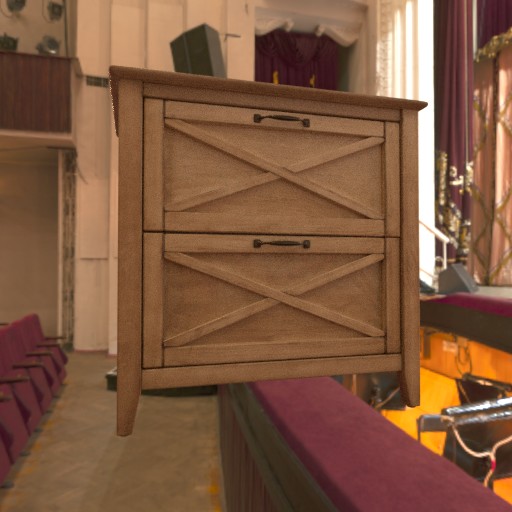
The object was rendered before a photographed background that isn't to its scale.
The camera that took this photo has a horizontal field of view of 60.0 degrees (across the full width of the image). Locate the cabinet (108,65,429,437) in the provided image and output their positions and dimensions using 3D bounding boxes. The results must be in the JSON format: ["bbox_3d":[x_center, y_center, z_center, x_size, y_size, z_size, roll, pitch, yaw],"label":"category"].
[{"bbox_3d":[0.000,0.000,1.233,0.763,0.762,0.503,0,-1,-16],"label":"cabinet"}]
